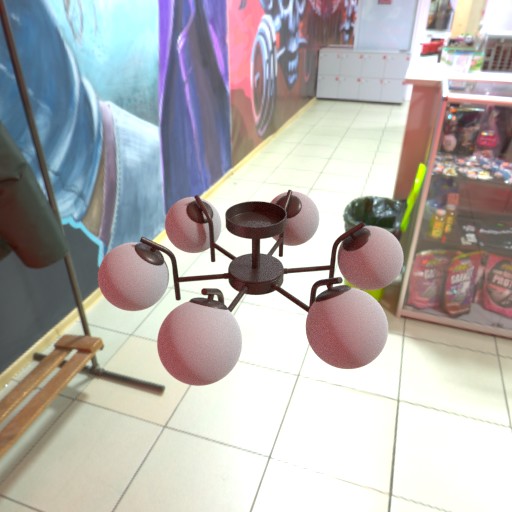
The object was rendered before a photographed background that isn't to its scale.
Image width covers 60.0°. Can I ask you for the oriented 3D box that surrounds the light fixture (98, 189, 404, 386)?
[{"bbox_3d":[0.000,0.000,0.952,0.662,0.201,0.662,0,31,0],"label":"light fixture"}]
